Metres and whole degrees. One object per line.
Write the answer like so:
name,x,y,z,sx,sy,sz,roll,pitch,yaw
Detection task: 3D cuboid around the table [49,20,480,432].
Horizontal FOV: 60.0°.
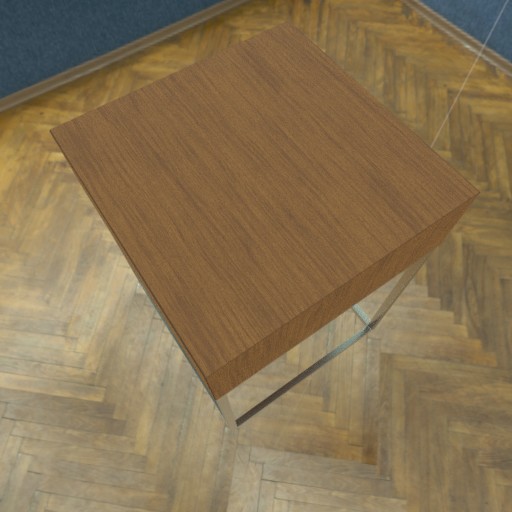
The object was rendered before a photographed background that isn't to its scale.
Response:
table,0.000,0.000,0.808,0.398,0.540,0.397,-32,67,-15
